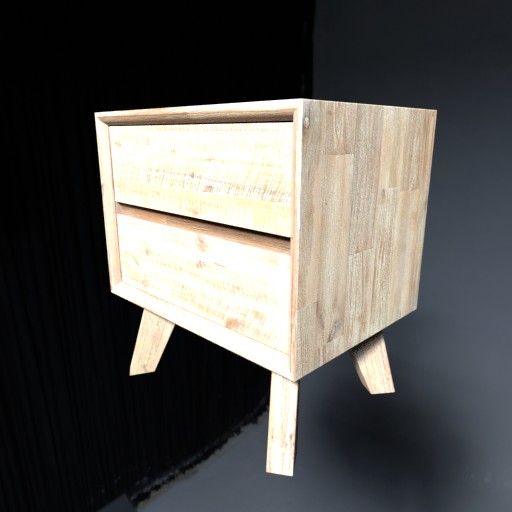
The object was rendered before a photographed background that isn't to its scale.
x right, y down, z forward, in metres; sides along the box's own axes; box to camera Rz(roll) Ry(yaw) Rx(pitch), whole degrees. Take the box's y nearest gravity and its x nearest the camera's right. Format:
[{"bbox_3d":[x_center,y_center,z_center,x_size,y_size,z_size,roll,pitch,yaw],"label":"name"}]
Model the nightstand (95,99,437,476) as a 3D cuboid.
[{"bbox_3d":[0.000,0.000,0.950,0.552,0.589,0.396,15,21,43],"label":"nightstand"}]
